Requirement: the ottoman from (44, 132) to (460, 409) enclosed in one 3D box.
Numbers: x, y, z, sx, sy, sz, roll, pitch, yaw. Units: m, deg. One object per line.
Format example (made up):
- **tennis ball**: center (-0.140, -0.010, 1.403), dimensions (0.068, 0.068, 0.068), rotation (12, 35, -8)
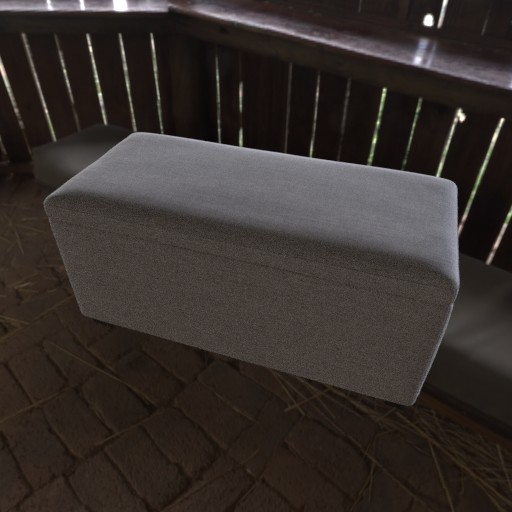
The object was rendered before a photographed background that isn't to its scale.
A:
- **ottoman**: center (0.000, 0.000, 1.139), dimensions (0.902, 0.432, 0.419), rotation (12, 41, 14)
